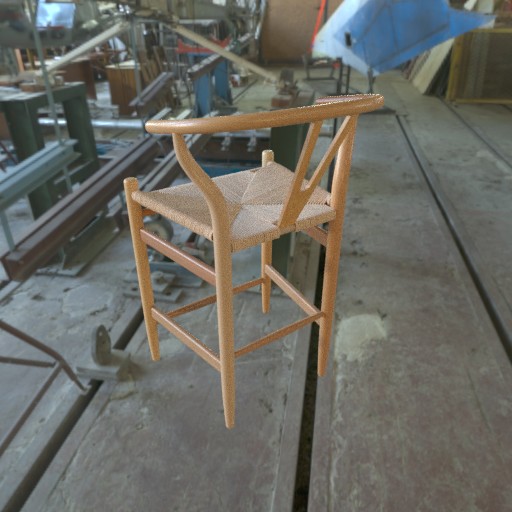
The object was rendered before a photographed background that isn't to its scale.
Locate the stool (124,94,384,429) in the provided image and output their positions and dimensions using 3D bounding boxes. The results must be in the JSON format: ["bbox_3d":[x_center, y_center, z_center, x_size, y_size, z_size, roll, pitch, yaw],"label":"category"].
[{"bbox_3d":[0.000,0.000,1.268,0.536,0.923,0.575,-19,34,-30],"label":"stool"}]
